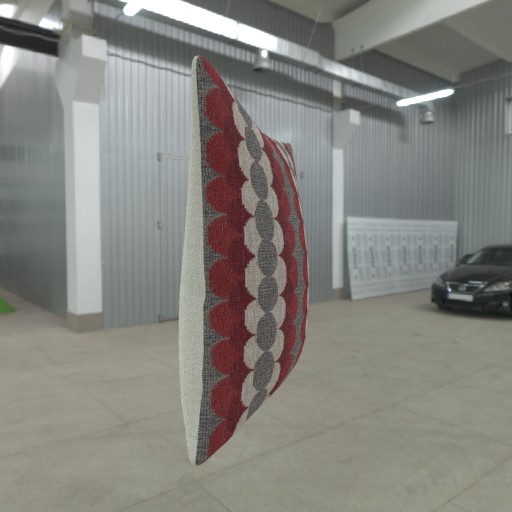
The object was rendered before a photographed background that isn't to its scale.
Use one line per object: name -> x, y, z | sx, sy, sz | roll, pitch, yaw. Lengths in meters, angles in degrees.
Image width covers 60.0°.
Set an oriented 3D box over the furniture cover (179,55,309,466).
furniture cover -> 0.000, 0.000, 0.649 | 0.145, 0.420, 0.435 | 1, 2, 17
